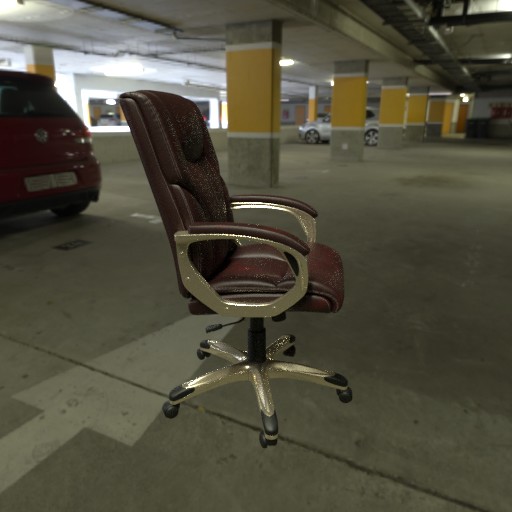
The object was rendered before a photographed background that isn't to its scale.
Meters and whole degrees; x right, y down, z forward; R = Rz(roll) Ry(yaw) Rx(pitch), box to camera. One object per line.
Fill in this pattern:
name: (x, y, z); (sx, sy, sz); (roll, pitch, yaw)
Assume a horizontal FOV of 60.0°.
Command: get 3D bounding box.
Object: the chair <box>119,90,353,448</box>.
chair: (0.000, 0.000, 1.579); (0.739, 1.107, 0.662); (3, 17, 10)
